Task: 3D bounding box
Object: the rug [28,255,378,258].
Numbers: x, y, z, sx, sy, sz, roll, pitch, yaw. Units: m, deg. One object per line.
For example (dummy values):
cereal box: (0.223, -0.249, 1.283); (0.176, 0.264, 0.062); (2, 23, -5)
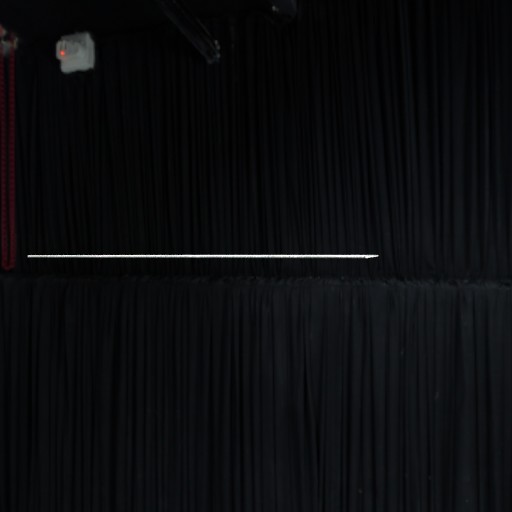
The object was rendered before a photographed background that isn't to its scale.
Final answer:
rug: (0.000, 0.000, 2.312); (1.202, 0.006, 1.813); (0, 0, 17)
